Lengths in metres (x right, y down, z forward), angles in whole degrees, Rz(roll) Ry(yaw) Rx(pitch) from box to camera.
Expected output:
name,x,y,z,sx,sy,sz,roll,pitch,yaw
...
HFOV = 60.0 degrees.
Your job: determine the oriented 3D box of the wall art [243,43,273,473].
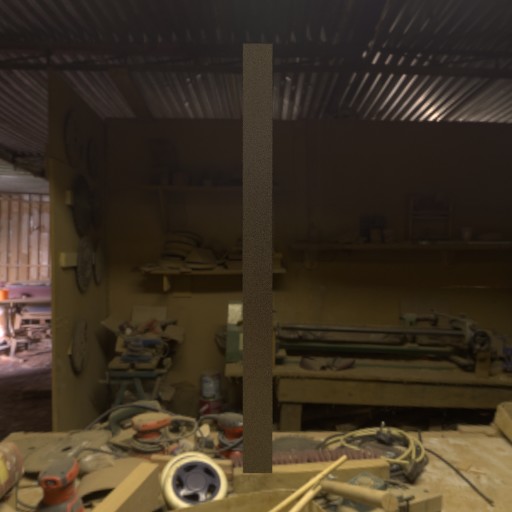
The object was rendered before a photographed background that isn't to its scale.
name,x,y,z,sx,sy,sz,roll,pitch,yaw
wall art,0.000,0.000,0.748,0.032,0.456,0.557,0,1,0
